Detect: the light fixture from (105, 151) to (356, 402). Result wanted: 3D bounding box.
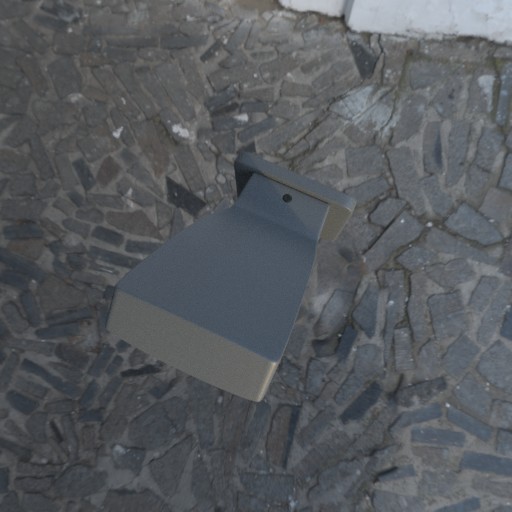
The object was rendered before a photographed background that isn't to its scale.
[{"bbox_3d":[0.000,0.000,0.326,0.108,0.243,0.174,24,78,6],"label":"light fixture"}]
